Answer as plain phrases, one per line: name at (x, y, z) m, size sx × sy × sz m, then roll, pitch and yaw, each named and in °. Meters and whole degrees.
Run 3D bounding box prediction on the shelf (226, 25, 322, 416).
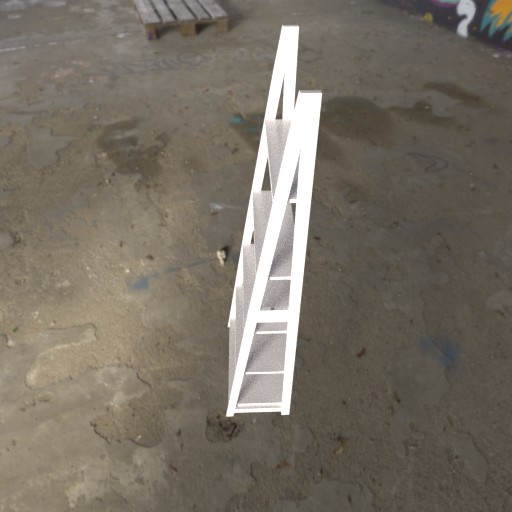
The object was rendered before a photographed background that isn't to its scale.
shelf at (0.000, 0.000, 2.039) m, size 0.341 × 1.779 × 0.636 m, roll -1°, pitch 43°, yaw -1°
